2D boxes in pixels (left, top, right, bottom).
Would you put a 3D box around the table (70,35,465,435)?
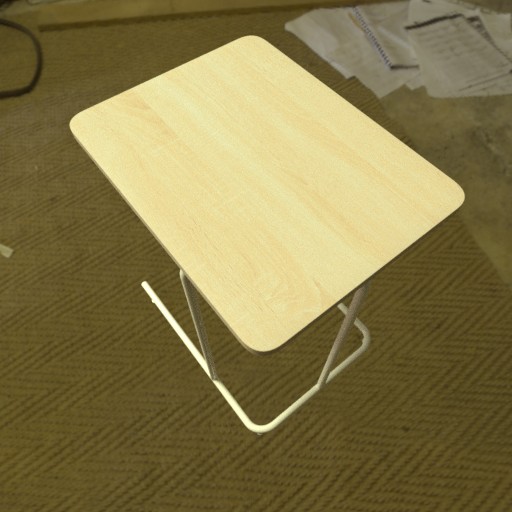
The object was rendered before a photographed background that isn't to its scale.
[{"bbox_3d":[0.000,0.000,0.870,0.370,0.550,0.480,-34,64,-19],"label":"table"}]
